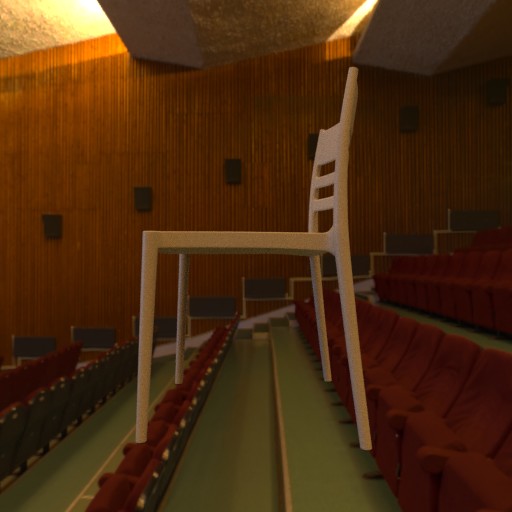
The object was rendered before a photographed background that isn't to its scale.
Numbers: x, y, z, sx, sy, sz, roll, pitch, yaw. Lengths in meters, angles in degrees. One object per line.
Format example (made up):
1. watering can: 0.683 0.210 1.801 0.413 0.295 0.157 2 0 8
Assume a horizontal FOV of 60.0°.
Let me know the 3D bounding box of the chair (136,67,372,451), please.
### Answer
1. chair: 0.000 0.000 1.172 0.511 0.800 0.531 0 0 0
